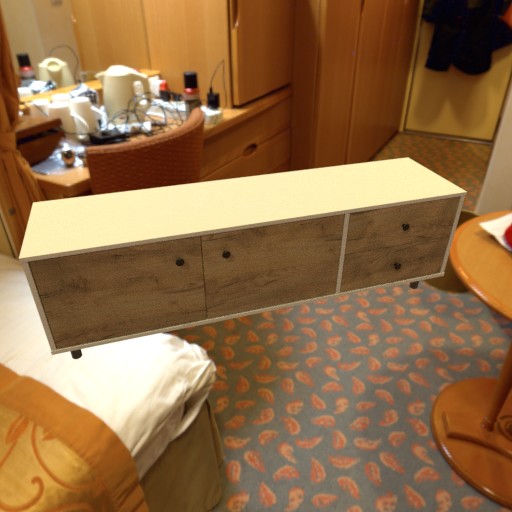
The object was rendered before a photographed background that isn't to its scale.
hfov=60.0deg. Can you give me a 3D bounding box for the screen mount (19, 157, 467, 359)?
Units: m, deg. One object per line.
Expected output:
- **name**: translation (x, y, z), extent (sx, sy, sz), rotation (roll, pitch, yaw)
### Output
- **screen mount**: translation (0.000, 0.000, 1.815), extent (1.600, 0.520, 0.418), rotation (-10, 34, -15)
